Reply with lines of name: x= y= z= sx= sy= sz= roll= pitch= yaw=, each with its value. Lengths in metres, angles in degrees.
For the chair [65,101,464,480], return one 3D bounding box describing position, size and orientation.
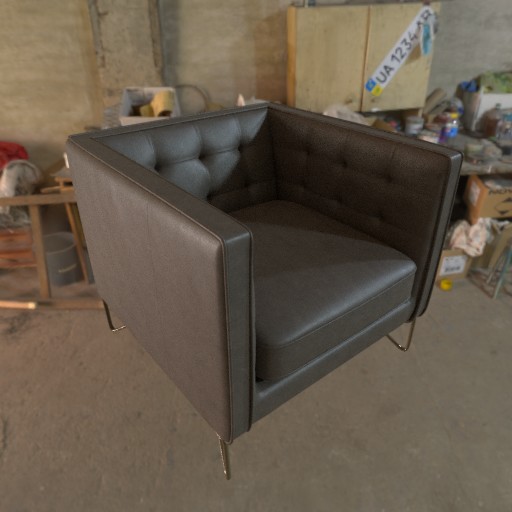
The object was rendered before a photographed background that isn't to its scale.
chair: x=0.000 y=0.000 z=1.519 sx=0.880 sy=0.790 sz=0.894 roll=-22 pitch=37 yaw=-33
